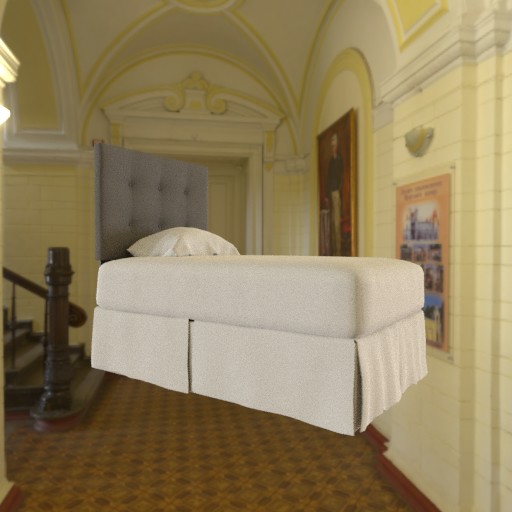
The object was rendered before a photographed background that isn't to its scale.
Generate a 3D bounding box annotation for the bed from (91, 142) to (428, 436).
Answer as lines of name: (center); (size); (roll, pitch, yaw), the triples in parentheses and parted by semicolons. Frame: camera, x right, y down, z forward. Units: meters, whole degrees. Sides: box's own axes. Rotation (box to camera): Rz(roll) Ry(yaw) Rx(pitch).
bed: (0.000, 0.000, 3.000); (1.997, 1.571, 1.261); (1, 1, 35)
